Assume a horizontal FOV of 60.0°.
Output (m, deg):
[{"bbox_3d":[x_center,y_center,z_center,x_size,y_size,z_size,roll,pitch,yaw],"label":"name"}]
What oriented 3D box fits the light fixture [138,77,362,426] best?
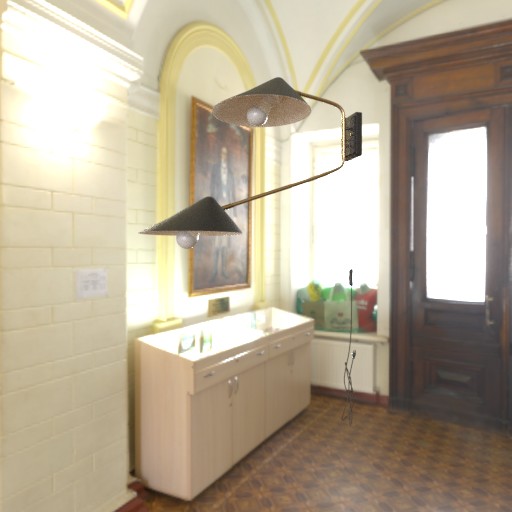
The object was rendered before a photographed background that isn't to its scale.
[{"bbox_3d":[0.000,0.000,0.820,0.422,0.665,0.189,0,0,-16],"label":"light fixture"}]
